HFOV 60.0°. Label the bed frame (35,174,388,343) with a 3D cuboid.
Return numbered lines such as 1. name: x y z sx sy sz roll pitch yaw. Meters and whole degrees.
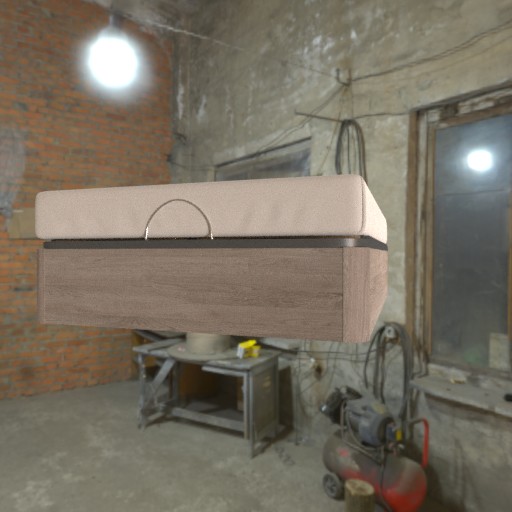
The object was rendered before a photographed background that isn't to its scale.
1. bed frame: 0.000 0.000 2.552 1.400 0.561 1.900 0 0 19
